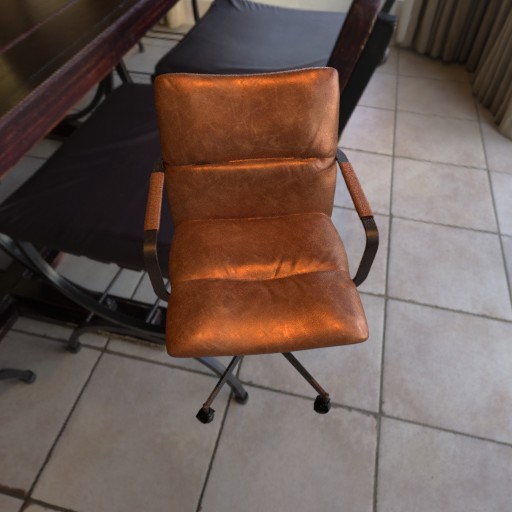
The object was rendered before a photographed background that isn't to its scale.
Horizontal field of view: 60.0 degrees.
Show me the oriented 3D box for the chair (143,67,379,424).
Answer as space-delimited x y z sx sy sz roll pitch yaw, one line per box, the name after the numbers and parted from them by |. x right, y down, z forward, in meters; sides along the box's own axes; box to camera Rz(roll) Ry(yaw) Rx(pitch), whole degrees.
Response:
0.000 0.000 1.464 0.727 0.922 0.754 -4 49 -3 | chair
